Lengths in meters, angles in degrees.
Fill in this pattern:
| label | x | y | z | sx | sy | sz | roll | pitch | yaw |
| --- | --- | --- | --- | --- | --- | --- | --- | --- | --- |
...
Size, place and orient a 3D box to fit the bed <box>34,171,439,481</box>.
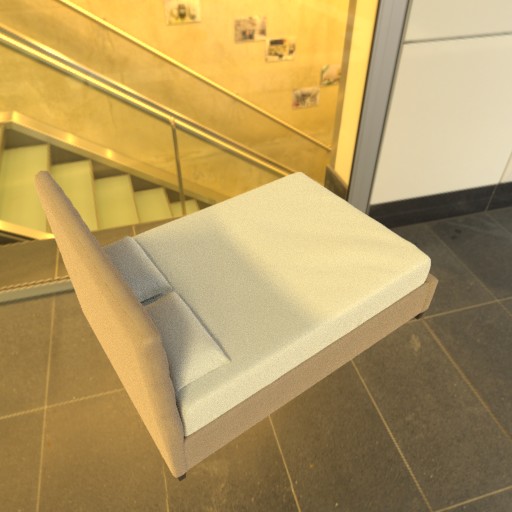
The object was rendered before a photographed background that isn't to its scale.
| label | x | y | z | sx | sy | sz | roll | pitch | yaw |
| --- | --- | --- | --- | --- | --- | --- | --- | --- | --- |
| bed | 0.000 | 0.000 | 3.321 | 2.387 | 1.427 | 1.698 | -25 | 47 | -26 |
